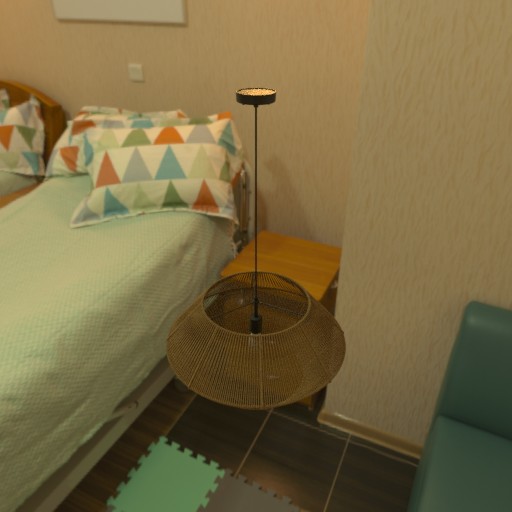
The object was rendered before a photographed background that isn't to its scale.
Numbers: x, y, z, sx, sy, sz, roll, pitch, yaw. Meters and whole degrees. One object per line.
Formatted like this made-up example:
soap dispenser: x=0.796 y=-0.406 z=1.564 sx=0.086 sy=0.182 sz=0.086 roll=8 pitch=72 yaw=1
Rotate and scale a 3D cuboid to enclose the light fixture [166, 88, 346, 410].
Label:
light fixture: x=0.000 y=0.000 z=1.426 sx=0.643 sy=1.009 sz=0.643 roll=0 pitch=30 yaw=0
